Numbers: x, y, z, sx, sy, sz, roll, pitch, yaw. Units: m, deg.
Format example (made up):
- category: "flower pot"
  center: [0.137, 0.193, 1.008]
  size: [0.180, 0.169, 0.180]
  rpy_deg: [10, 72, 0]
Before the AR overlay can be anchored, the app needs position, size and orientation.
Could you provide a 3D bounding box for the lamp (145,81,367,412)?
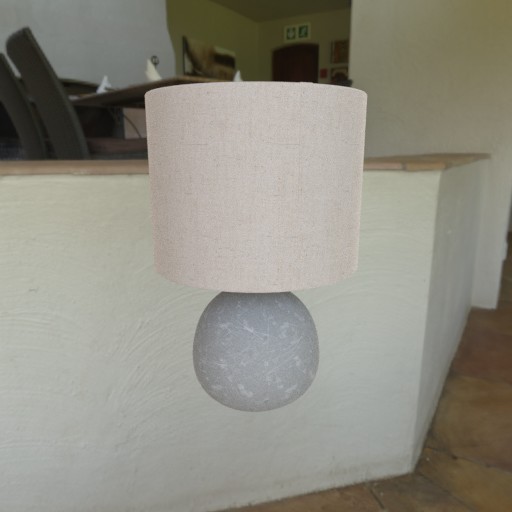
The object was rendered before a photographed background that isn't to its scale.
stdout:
- category: "lamp"
  center: [0.000, 0.000, 0.600]
  size: [0.269, 0.409, 0.269]
  rpy_deg: [-3, 14, -10]
